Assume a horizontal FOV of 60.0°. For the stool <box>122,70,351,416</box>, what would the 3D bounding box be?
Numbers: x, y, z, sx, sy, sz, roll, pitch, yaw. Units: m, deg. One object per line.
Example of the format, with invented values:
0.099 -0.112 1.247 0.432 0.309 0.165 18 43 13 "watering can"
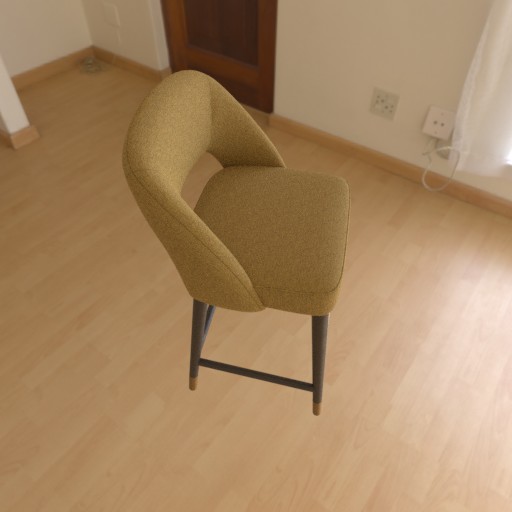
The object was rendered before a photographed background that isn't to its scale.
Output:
0.000 0.000 1.289 0.522 0.939 0.536 9 48 8 "stool"
